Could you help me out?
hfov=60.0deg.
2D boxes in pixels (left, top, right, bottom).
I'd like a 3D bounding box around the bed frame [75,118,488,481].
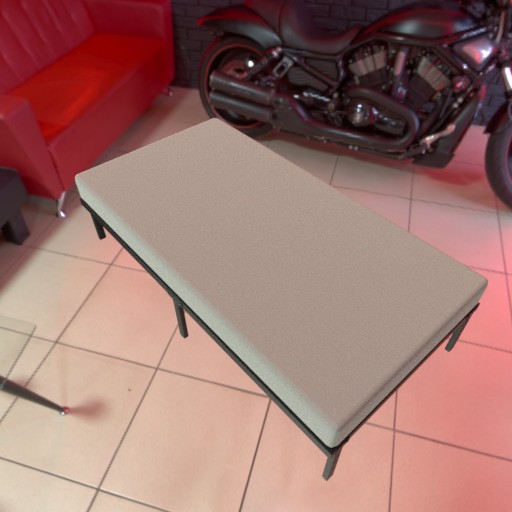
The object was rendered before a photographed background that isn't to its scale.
[{"bbox_3d":[0.000,0.000,3.189,1.393,0.680,2.635,-32,54,-28],"label":"bed frame"}]
